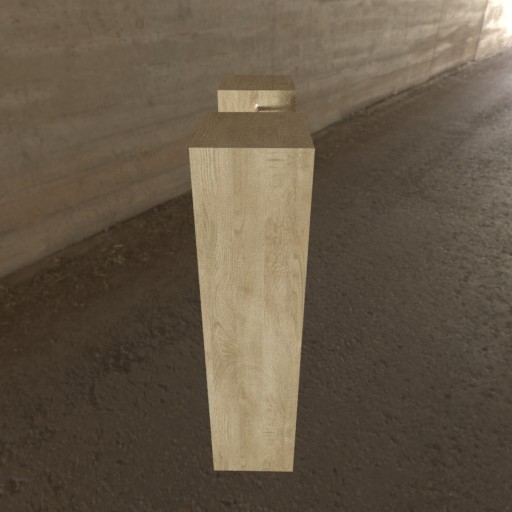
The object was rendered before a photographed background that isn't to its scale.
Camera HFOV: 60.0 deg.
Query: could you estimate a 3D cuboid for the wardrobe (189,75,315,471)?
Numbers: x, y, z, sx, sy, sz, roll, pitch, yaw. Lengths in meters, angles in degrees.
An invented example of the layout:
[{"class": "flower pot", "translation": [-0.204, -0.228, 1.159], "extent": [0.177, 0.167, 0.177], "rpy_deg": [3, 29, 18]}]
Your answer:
[{"class": "wardrobe", "translation": [0.000, 0.000, 2.957], "extent": [0.480, 2.000, 1.770], "rpy_deg": [1, 31, 1]}]
